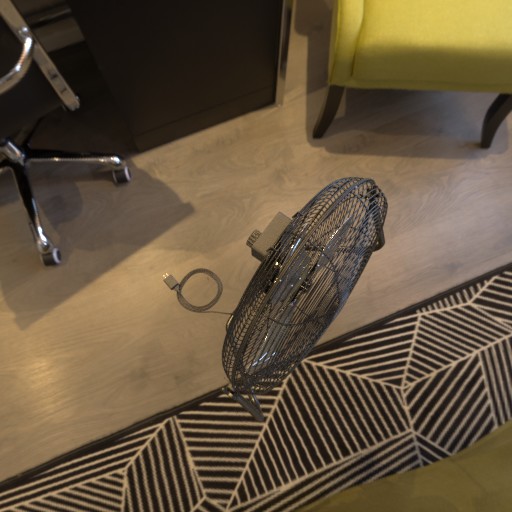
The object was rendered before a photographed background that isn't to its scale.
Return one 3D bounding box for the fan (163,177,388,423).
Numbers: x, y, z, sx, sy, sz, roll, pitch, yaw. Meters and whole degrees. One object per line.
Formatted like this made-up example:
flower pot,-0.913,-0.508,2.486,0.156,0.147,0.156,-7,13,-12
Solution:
fan,0.000,0.000,1.023,0.470,0.605,0.595,35,77,10
